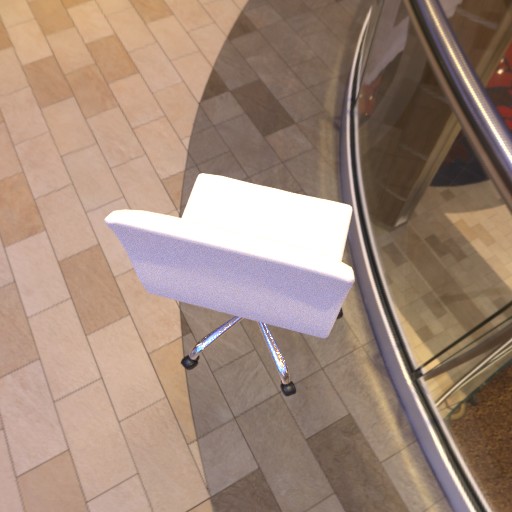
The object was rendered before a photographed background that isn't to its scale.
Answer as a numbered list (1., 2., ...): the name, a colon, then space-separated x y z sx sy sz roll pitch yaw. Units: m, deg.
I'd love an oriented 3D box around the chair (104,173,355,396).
1. chair: 0.000 0.000 1.037 0.520 0.750 0.455 14 63 7
